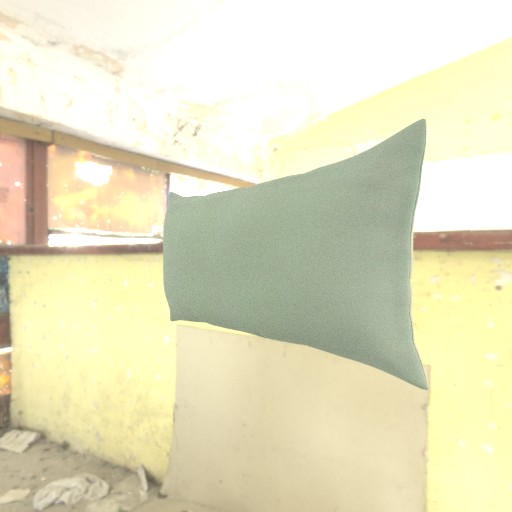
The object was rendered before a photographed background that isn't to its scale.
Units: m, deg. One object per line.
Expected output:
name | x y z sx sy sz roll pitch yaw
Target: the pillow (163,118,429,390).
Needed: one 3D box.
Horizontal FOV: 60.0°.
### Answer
pillow | 0.000 0.000 0.712 0.151 0.287 0.610 0 -1 -37
